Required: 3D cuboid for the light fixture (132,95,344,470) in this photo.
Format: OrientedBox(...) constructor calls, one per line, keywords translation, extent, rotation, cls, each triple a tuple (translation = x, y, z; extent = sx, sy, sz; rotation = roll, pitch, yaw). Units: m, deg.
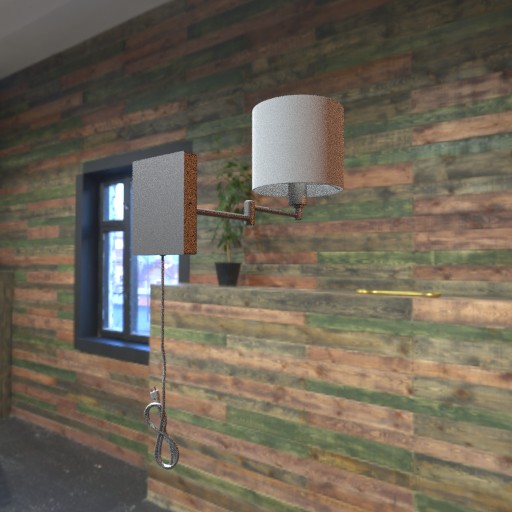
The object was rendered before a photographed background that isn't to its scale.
OrientedBox(translation=(0.000, 0.000, 0.864), extent=(0.203, 0.651, 0.516), rotation=(-1, -1, 36), cls="light fixture")
